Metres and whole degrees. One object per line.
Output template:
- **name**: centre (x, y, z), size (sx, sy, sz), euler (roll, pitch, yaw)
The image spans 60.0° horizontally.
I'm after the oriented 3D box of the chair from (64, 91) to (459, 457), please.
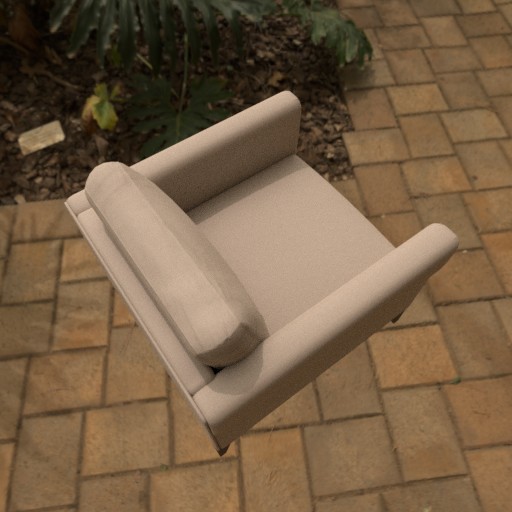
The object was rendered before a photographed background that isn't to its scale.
- **chair**: centre (0.000, 0.000, 1.636), size (0.959, 0.838, 0.914), euler (-32, 64, -18)
